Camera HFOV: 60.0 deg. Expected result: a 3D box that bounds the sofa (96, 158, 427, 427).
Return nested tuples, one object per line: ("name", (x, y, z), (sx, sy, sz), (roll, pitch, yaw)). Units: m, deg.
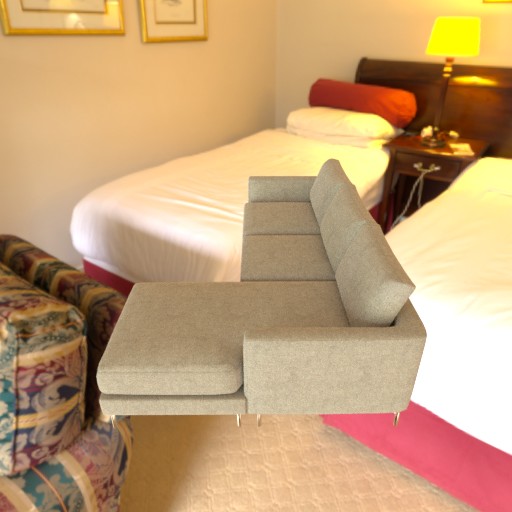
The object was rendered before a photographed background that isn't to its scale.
("sofa", (0.000, 0.000, 3.199), (1.626, 0.864, 2.438), (0, 28, 0))
